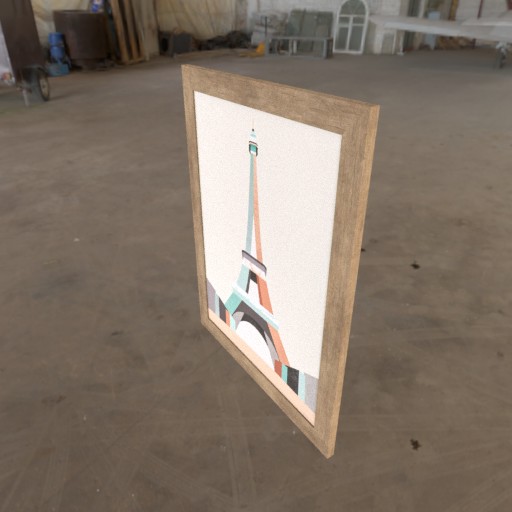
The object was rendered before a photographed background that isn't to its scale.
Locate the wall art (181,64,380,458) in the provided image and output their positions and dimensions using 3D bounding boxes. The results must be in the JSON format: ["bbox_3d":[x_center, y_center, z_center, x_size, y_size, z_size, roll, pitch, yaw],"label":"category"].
[{"bbox_3d":[0.000,0.000,0.921,0.018,0.686,0.534,-19,35,-29],"label":"wall art"}]
